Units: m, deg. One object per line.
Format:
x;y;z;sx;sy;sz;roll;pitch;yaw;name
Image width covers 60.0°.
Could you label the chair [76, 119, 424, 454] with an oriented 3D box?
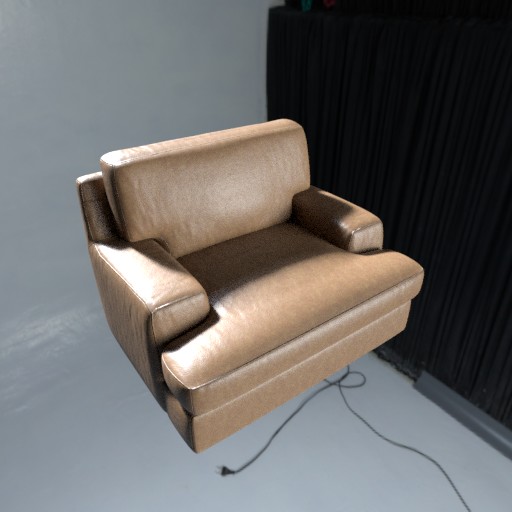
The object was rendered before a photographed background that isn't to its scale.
0.000;0.000;2.037;1.276;0.978;1.050;-21;37;-30;chair
